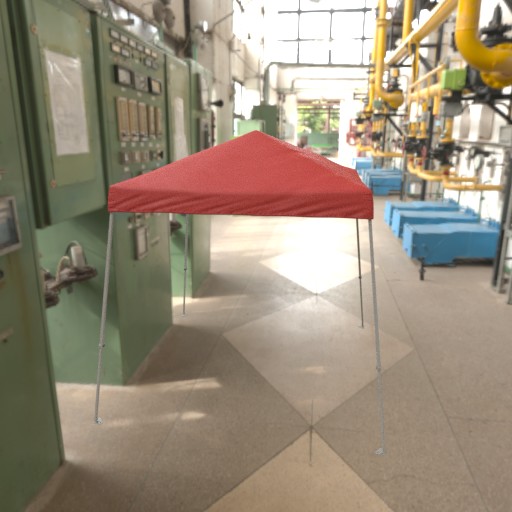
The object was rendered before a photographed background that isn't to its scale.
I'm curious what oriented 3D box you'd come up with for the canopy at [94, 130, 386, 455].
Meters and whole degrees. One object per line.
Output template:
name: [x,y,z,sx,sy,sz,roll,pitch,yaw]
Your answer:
canopy: [0.000,0.000,6.589,3.600,3.600,3.599,2,15,9]
